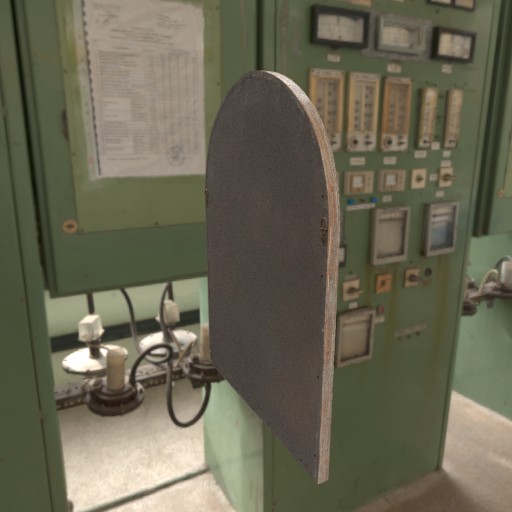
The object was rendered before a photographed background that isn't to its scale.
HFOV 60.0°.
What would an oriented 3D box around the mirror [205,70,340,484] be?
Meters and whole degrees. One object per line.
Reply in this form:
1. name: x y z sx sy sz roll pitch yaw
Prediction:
1. mirror: 0.000 0.000 1.185 0.032 0.920 0.660 -7 16 -27
